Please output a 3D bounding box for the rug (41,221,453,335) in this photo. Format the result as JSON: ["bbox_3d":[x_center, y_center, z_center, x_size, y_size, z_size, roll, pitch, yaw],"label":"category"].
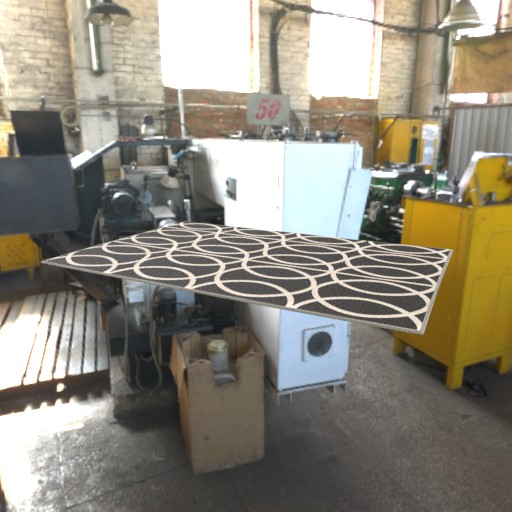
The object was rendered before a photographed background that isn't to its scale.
[{"bbox_3d":[0.000,0.000,2.933,2.294,0.014,1.528,8,17,26],"label":"rug"}]
